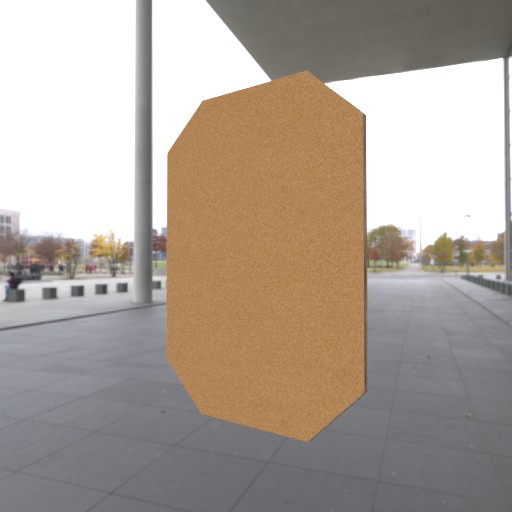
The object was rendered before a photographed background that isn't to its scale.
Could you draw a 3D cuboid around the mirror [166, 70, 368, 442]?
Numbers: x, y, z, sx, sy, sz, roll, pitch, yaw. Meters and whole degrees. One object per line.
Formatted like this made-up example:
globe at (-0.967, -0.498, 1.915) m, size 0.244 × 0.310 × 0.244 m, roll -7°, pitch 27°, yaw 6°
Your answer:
mirror at (0.000, 0.000, 1.345) m, size 0.709 × 1.015 × 0.061 m, roll -1°, pitch -1°, yaw 35°
